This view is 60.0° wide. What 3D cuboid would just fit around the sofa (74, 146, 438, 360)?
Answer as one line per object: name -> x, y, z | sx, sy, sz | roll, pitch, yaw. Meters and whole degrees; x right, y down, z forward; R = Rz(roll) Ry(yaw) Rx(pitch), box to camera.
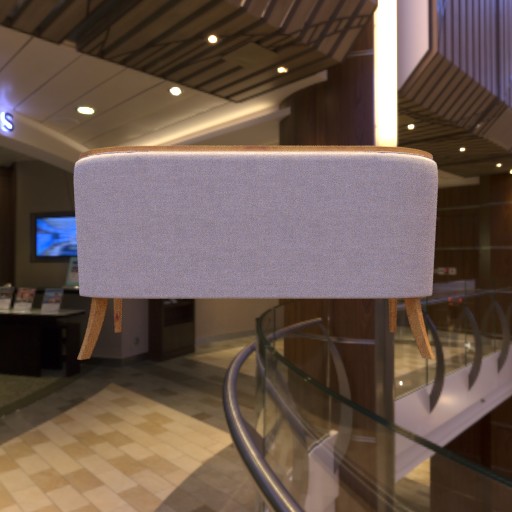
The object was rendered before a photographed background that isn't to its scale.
sofa -> 0.000, 0.000, 1.942 | 1.474, 0.775, 0.770 | 0, -1, 0
